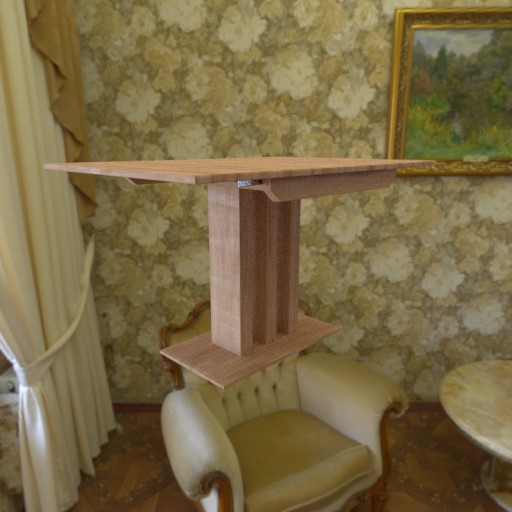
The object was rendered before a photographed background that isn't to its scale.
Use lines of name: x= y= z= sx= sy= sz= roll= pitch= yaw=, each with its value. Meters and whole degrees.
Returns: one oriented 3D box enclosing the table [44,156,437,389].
table: x=0.000 y=0.000 z=1.856 sx=0.900 sy=0.770 sz=1.300 roll=14 pitch=20 yaw=43
